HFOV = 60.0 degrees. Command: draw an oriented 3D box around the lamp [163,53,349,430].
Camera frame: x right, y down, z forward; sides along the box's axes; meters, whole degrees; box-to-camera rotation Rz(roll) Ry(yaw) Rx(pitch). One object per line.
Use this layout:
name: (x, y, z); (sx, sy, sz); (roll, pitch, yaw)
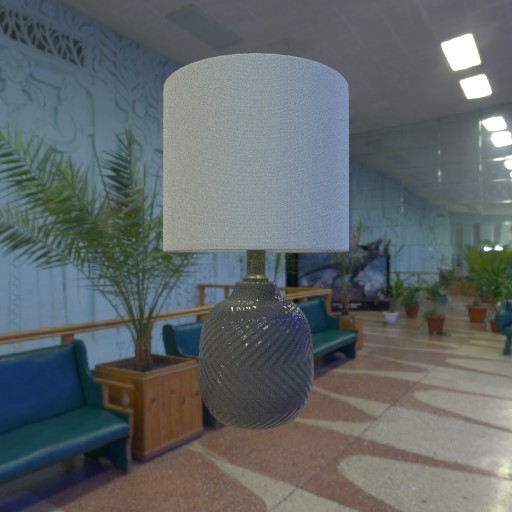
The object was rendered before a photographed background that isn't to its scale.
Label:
lamp: (0.000, 0.000, 0.503); (0.207, 0.366, 0.207); (0, 0, 37)
